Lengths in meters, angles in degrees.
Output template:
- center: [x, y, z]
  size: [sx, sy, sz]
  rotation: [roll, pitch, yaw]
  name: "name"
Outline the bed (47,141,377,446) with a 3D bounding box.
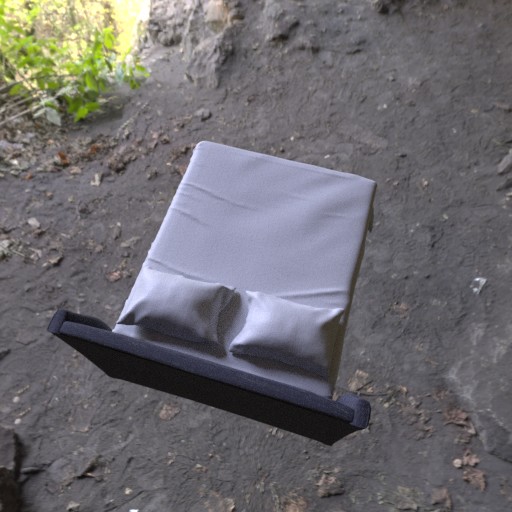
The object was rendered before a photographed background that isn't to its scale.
- center: [0.000, 0.000, 3.521]
  size: [1.925, 1.332, 2.276]
  rotation: [15, 64, 7]
  name: "bed"
